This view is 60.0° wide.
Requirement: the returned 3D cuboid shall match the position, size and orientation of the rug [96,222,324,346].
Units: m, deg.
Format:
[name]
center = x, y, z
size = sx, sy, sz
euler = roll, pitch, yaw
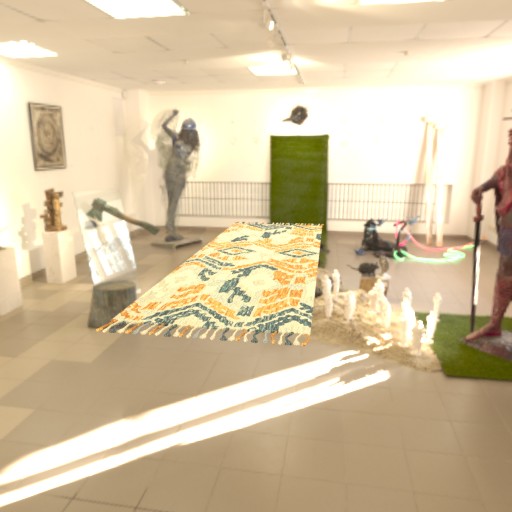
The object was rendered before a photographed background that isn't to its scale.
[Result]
[rug]
center = 0.000, 0.000, 2.707
size = 0.783, 0.010, 2.437
euler = 2, 14, 9
